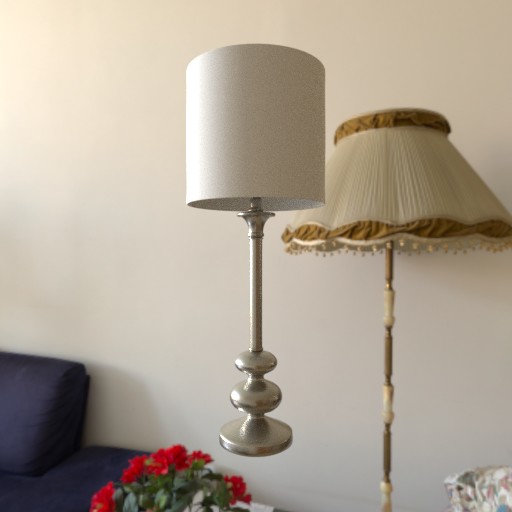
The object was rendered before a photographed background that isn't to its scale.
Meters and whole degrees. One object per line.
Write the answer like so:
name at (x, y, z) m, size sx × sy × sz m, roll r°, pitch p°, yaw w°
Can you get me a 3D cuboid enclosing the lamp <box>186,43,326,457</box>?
lamp at (0.000, 0.000, 0.822) m, size 0.254 × 0.690 × 0.254 m, roll 0°, pitch 1°, yaw -17°
